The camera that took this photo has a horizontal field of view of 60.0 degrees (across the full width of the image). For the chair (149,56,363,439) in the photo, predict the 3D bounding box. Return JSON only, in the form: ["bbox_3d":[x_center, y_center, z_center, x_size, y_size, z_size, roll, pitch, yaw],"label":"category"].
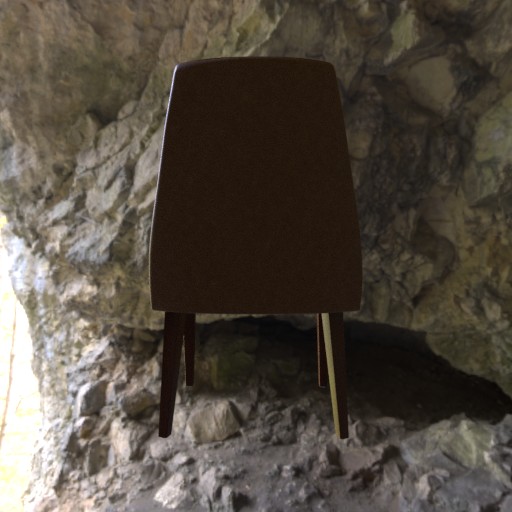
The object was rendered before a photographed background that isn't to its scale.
[{"bbox_3d":[0.000,0.000,1.204,0.529,0.861,0.544,0,2,1],"label":"chair"}]
